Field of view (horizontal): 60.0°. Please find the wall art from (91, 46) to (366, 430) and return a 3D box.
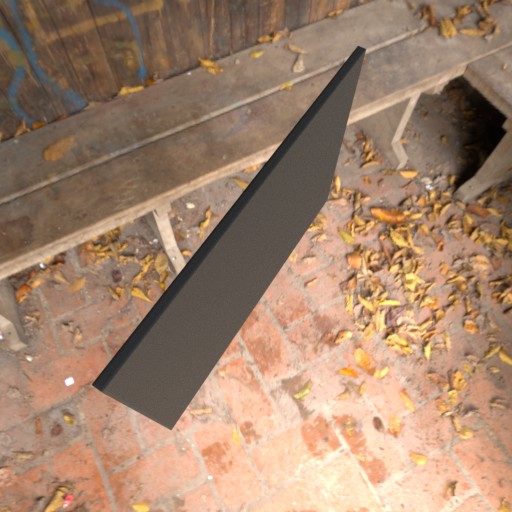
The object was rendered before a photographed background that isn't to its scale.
[{"bbox_3d":[0.000,0.000,1.192,0.026,0.656,0.958,30,67,14],"label":"wall art"}]
